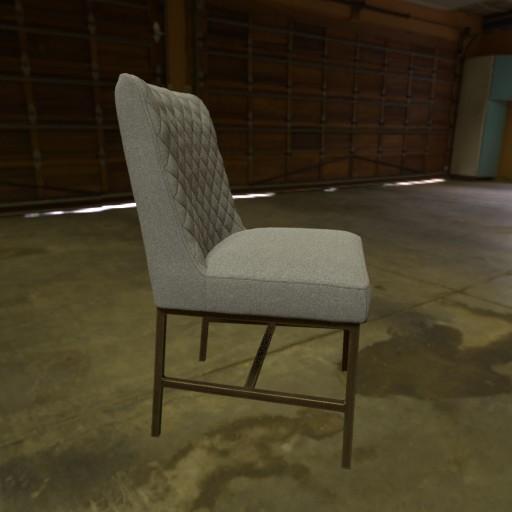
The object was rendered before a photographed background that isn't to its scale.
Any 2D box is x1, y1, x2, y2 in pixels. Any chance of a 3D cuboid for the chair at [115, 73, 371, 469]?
[{"bbox_3d":[0.000,0.000,1.205,0.587,0.889,0.508,3,15,10],"label":"chair"}]
